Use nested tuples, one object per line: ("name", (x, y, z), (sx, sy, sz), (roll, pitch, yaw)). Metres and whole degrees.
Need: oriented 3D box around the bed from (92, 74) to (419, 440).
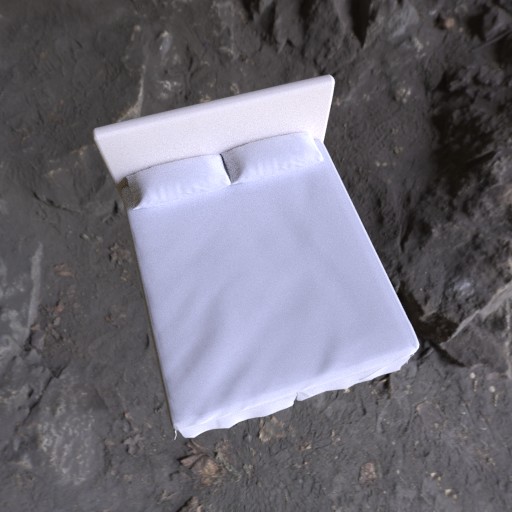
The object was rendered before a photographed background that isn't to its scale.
("bed", (0.000, 0.000, 3.703), (2.119, 1.317, 2.341), (-16, 65, -8))
